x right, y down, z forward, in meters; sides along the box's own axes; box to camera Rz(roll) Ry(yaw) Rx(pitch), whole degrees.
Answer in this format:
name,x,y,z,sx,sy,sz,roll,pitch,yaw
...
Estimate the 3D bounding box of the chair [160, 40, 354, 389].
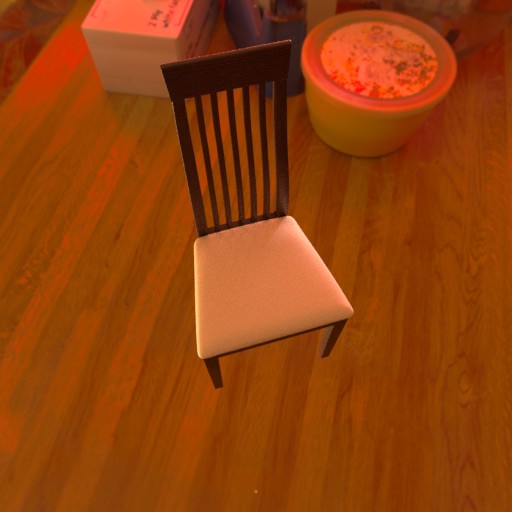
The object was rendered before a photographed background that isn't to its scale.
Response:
name,x,y,z,sx,sy,sz,roll,pitch,yaw
chair,0.000,0.000,1.300,0.460,1.027,0.474,-14,63,-7
